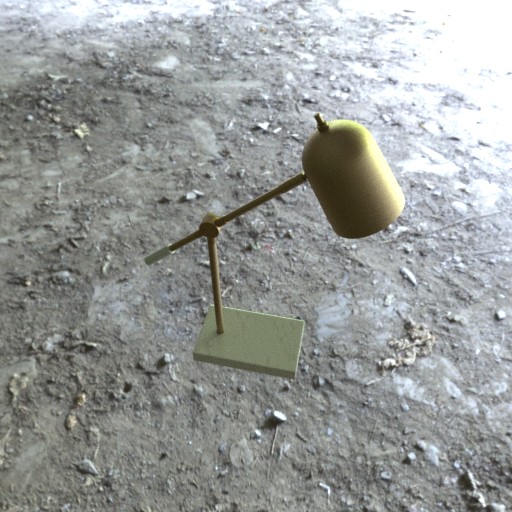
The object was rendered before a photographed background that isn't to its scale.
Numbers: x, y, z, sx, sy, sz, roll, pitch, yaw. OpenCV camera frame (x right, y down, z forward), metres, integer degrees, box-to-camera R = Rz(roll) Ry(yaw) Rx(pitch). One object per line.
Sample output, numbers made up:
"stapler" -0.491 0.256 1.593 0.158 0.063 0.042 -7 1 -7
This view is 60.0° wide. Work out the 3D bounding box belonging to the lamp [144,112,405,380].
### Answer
"lamp" 0.000 0.000 0.844 0.471 0.603 0.144 9 46 9
